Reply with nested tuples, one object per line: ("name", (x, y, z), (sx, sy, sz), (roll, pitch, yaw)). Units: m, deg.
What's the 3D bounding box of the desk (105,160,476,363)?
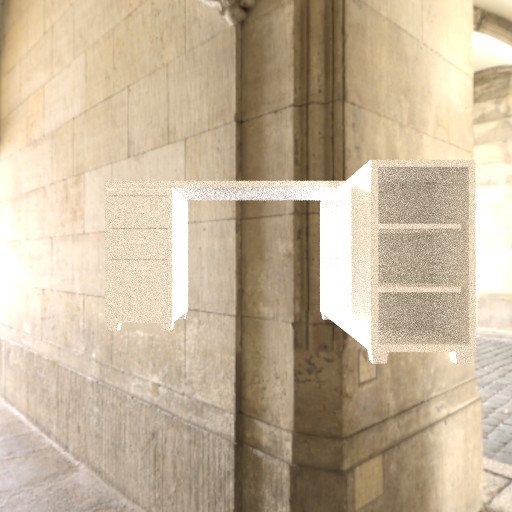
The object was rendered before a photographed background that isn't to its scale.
("desk", (0.000, 0.000, 2.135), (1.524, 0.759, 1.199), (0, 0, 0))
